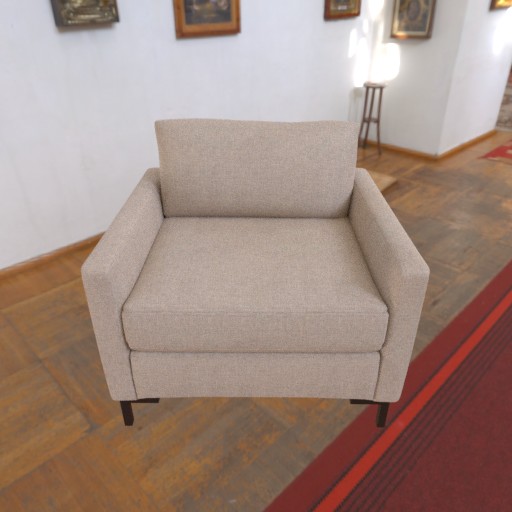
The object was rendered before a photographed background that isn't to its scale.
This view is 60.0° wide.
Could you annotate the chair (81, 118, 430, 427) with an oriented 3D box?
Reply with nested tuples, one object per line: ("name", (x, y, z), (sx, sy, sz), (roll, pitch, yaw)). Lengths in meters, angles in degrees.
("chair", (0.000, 0.000, 1.620), (0.963, 0.861, 0.866), (0, 30, 0))
